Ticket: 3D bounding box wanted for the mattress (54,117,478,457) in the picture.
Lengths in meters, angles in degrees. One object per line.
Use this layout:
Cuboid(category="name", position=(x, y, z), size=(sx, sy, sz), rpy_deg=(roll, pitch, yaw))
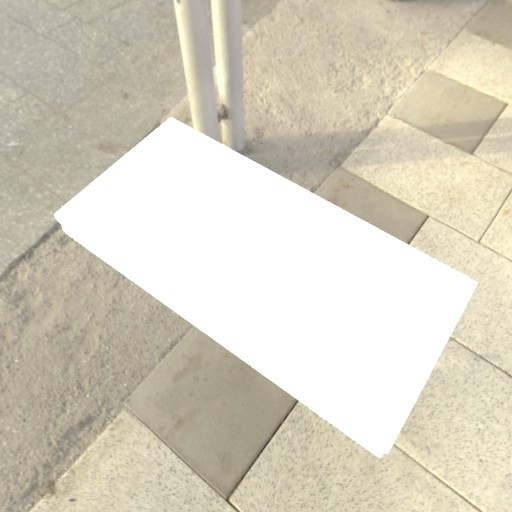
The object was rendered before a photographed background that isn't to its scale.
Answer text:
Cuboid(category="mattress", position=(0.000, 0.000, 2.223), size=(1.900, 0.200, 0.900), rpy_deg=(32, 64, 18))
